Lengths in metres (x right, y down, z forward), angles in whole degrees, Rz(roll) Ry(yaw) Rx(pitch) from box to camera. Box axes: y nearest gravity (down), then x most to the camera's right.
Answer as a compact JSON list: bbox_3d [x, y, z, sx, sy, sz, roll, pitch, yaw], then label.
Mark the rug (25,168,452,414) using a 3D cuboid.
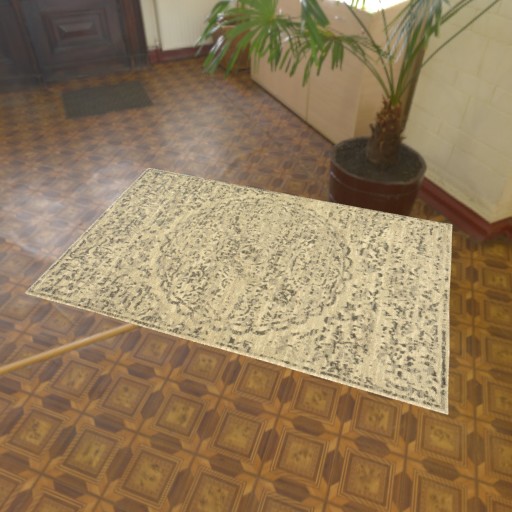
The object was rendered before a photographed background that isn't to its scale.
[{"bbox_3d":[0.000,0.000,2.931,2.447,0.021,1.527,13,44,14],"label":"rug"}]
